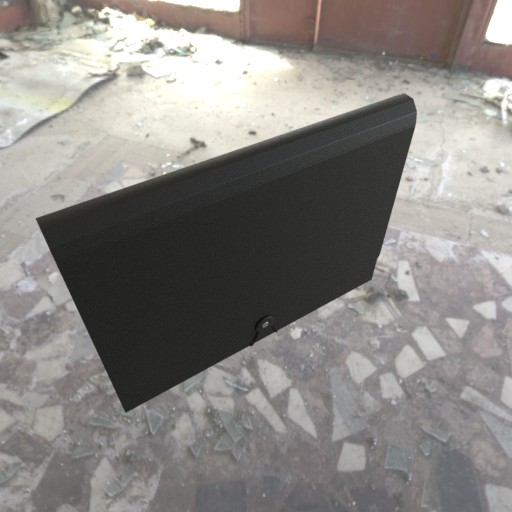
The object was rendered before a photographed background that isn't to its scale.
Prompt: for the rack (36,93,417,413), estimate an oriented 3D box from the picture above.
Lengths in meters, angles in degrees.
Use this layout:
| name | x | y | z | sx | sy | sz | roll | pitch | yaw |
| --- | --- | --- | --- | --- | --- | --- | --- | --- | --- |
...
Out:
| name | x | y | z | sx | sy | sz | roll | pitch | yaw |
| --- | --- | --- | --- | --- | --- | --- | --- | --- | --- |
| rack | 0.000 | 0.000 | 0.430 | 0.330 | 0.241 | 0.041 | -24 | 50 | -22 |
